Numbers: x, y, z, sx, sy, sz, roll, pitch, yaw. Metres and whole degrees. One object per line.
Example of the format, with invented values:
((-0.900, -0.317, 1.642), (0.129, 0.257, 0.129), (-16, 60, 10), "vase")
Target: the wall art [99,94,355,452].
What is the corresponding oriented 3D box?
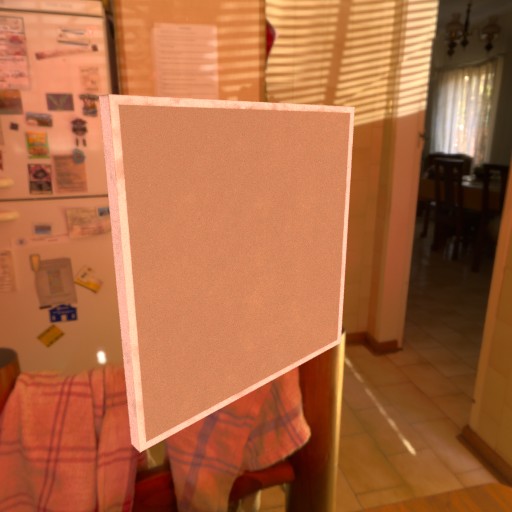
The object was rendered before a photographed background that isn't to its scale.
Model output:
((0.000, 0.000, 1.155), (0.760, 0.757, 0.038), (-15, 22, -42), "wall art")
